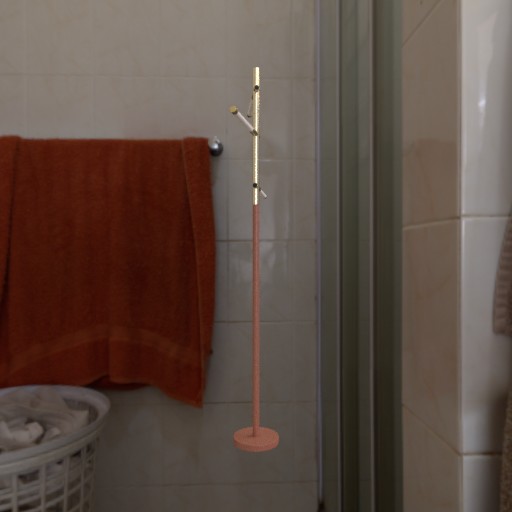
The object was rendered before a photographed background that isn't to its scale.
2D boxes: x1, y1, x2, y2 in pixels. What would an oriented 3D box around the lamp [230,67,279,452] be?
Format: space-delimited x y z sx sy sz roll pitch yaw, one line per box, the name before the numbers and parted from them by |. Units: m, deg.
lamp | 0.000 0.000 2.030 0.209 1.704 0.737 0 1 0
